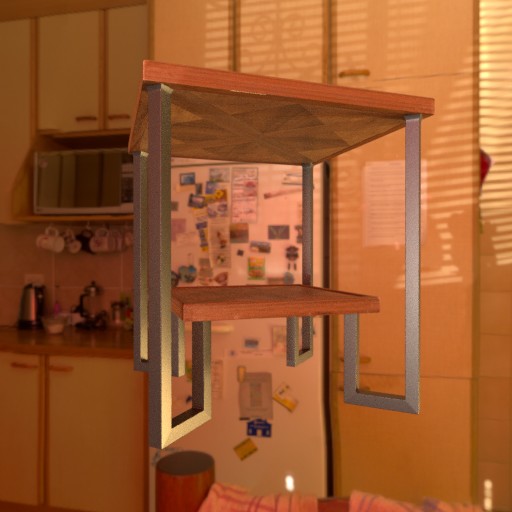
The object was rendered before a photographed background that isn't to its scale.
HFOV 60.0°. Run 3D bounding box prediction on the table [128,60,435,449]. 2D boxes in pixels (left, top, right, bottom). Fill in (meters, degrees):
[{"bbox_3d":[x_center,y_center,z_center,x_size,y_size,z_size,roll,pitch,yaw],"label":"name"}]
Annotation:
[{"bbox_3d":[0.000,0.000,0.947,0.503,0.563,0.503,0,0,-18],"label":"table"}]
